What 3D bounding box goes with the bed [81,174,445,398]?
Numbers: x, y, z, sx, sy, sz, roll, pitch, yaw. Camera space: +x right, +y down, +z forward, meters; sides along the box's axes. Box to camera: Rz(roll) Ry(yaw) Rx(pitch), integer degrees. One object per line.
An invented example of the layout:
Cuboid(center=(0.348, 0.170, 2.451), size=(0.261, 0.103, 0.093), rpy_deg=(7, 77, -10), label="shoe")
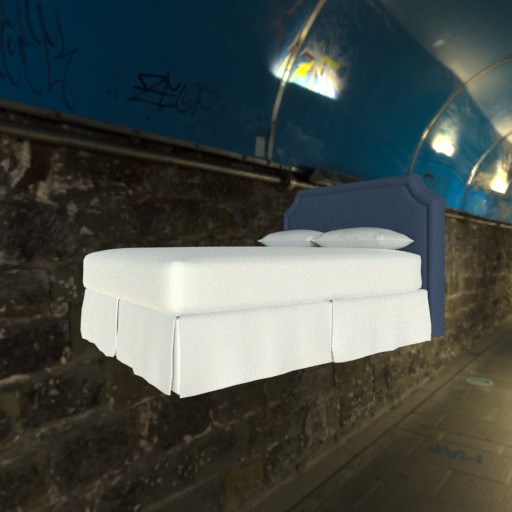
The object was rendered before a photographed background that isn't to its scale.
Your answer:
Cuboid(center=(0.000, 0.000, 3.436), size=(2.260, 1.297, 1.831), rpy_deg=(-1, 2, -36), label="bed")
